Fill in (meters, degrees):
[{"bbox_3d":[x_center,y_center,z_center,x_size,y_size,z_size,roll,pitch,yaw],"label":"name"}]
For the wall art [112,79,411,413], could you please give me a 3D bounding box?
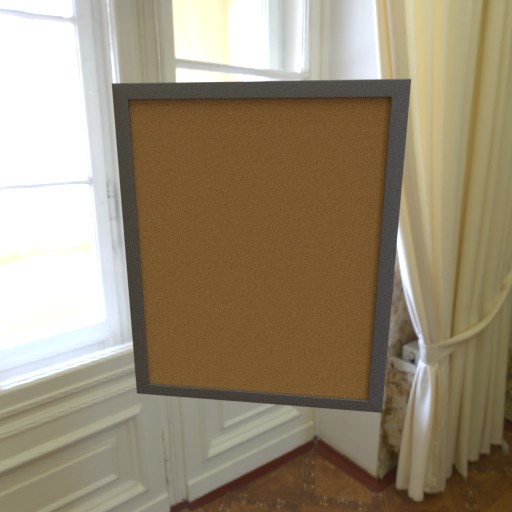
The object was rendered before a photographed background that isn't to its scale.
[{"bbox_3d":[0.000,0.000,0.760,0.458,0.558,0.029,2,16,7],"label":"wall art"}]
